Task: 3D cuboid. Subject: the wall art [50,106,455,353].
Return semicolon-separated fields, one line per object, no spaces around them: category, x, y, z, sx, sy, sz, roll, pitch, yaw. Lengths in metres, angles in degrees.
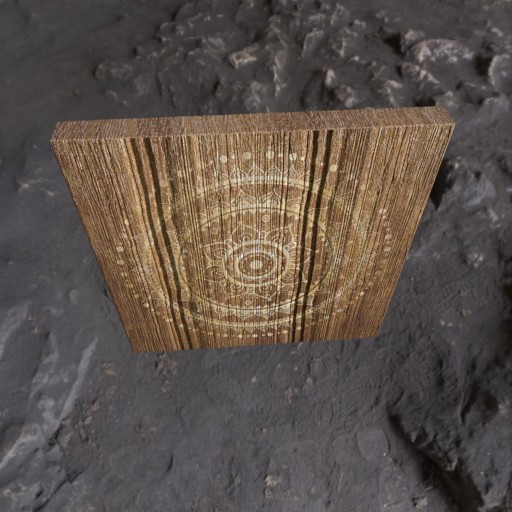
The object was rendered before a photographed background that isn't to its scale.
wall art;0.000;0.000;0.601;0.406;0.403;0.039;-3;47;-3
